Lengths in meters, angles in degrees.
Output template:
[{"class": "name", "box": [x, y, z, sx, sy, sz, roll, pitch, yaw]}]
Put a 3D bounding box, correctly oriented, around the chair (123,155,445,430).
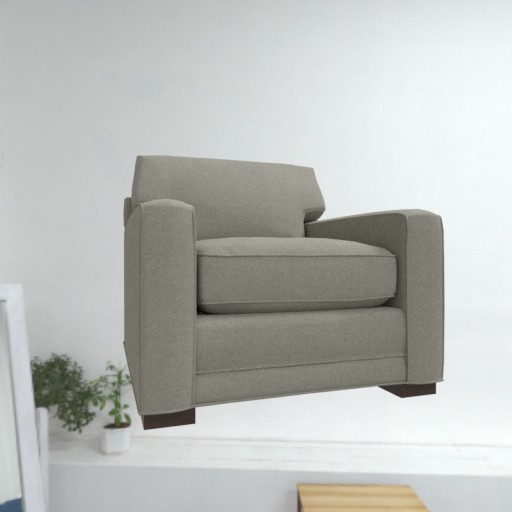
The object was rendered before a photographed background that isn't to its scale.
[{"class": "chair", "box": [0.000, 0.000, 1.798, 0.999, 0.934, 1.044, 0, 0, -19]}]
